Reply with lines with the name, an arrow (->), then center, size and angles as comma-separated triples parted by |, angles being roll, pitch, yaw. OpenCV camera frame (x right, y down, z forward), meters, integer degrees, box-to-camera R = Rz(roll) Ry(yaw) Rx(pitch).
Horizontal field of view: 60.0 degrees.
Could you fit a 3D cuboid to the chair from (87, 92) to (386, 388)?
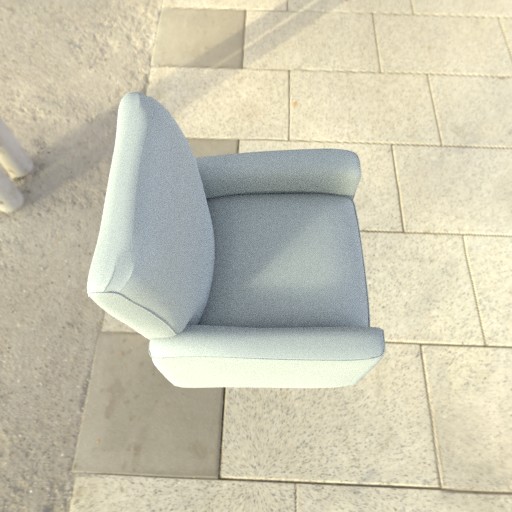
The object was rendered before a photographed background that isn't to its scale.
chair -> 0.000, 0.000, 1.638 | 0.846, 1.007, 0.853 | 0, 63, 0
